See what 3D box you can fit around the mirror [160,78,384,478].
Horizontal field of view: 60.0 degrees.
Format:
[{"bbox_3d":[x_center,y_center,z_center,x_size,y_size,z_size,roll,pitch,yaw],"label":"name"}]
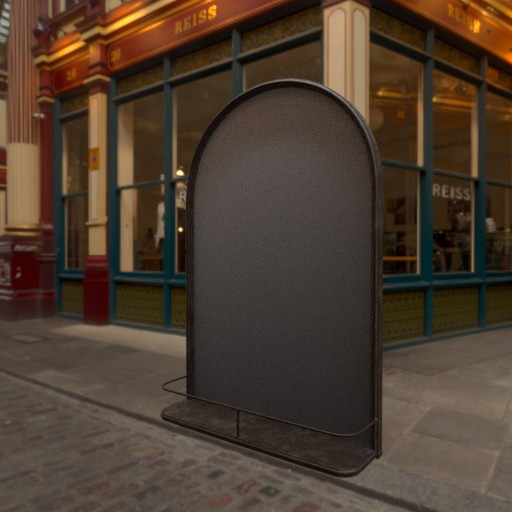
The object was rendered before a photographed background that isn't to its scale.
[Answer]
[{"bbox_3d":[0.000,0.000,0.948,0.510,0.770,0.137,1,1,36],"label":"mirror"}]
